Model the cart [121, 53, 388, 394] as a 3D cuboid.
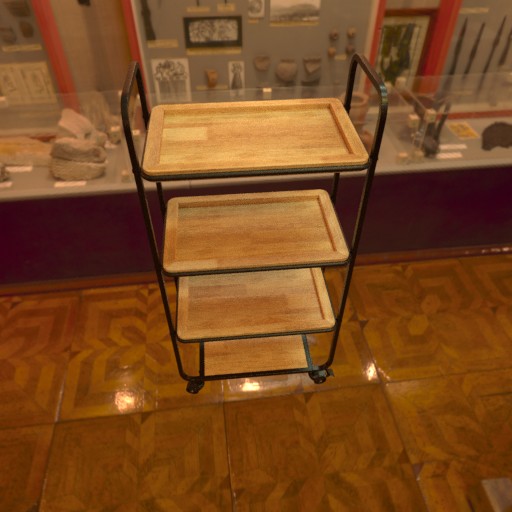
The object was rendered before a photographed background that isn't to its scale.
[{"bbox_3d":[0.000,0.000,1.310,0.545,1.080,0.321,-4,44,-4],"label":"cart"}]
